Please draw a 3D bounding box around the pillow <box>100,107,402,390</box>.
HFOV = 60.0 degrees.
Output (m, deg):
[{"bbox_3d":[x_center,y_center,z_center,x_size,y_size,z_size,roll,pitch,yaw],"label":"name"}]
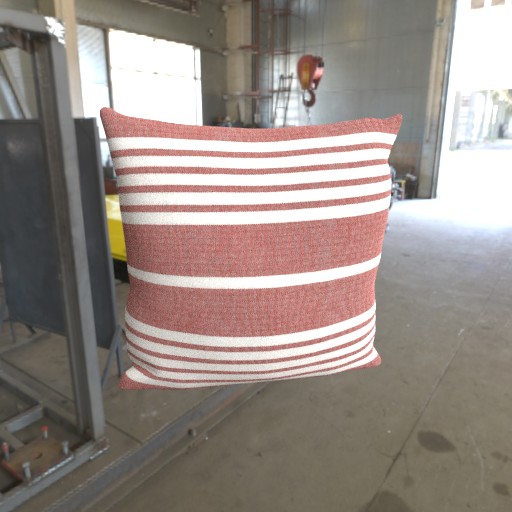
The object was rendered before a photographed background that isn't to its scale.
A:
[{"bbox_3d":[0.000,0.000,0.673,0.439,0.427,0.182,-3,16,-9],"label":"pillow"}]
